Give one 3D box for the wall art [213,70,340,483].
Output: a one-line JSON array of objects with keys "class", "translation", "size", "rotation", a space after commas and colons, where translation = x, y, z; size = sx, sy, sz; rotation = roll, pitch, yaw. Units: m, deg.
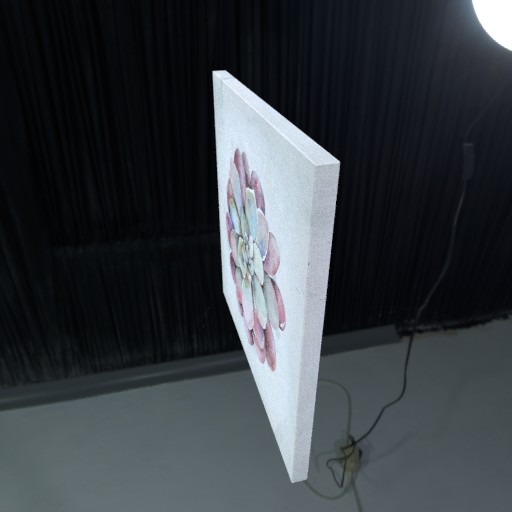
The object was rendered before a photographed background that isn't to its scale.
[{"class": "wall art", "translation": [0.000, 0.000, 1.128], "size": [0.041, 0.762, 0.762], "rotation": [-8, 33, -13]}]
